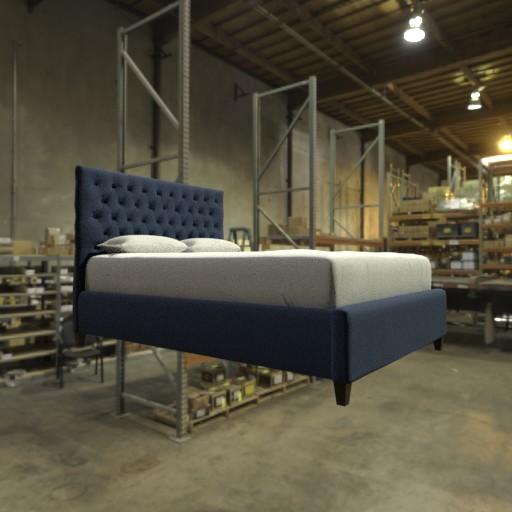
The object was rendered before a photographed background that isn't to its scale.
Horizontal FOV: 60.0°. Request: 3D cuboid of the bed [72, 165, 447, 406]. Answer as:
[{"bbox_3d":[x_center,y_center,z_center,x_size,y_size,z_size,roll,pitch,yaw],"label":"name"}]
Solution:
[{"bbox_3d":[0.000,0.000,3.442,2.387,1.427,1.706,0,0,38],"label":"bed"}]
